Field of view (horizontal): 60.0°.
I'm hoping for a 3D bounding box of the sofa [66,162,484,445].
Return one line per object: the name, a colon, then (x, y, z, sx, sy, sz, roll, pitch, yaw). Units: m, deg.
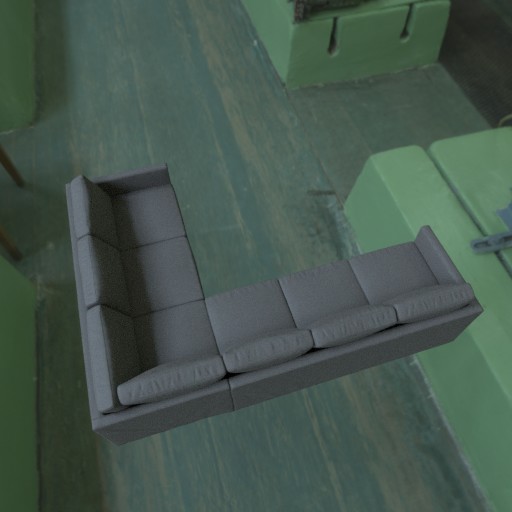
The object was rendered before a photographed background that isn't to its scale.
sofa: (0.000, 0.000, 4.197, 3.182, 0.871, 2.432, -15, 59, -9)
